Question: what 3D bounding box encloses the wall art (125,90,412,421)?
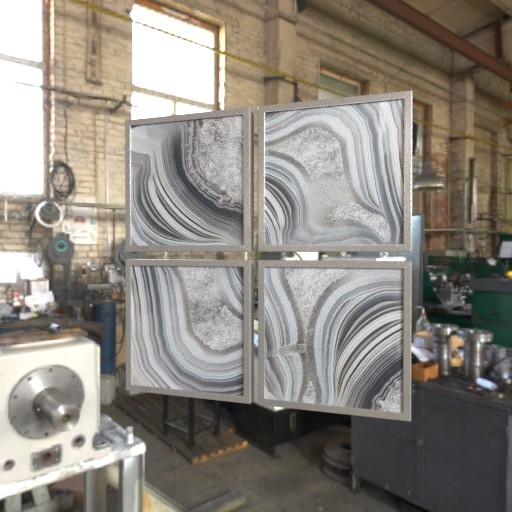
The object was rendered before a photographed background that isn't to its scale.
[{"bbox_3d":[0.000,0.000,0.923,0.611,0.611,0.029,0,1,18],"label":"wall art"}]
